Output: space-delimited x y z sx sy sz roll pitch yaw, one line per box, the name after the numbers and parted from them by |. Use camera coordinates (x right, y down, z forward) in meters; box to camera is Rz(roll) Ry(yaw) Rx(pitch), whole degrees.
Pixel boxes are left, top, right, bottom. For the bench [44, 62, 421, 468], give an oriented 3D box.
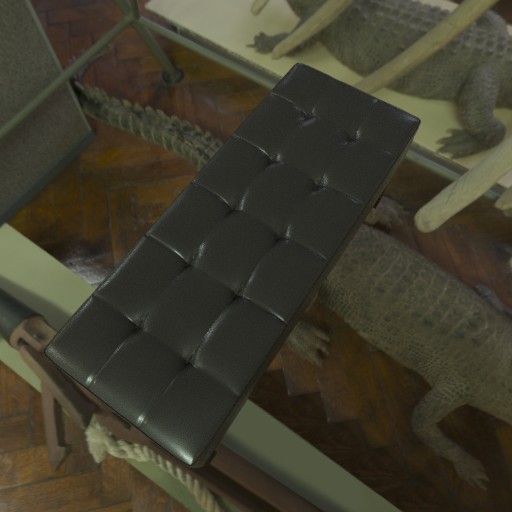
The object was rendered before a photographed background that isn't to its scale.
0.000 0.000 1.321 0.432 0.460 1.105 31 69 14 | bench
